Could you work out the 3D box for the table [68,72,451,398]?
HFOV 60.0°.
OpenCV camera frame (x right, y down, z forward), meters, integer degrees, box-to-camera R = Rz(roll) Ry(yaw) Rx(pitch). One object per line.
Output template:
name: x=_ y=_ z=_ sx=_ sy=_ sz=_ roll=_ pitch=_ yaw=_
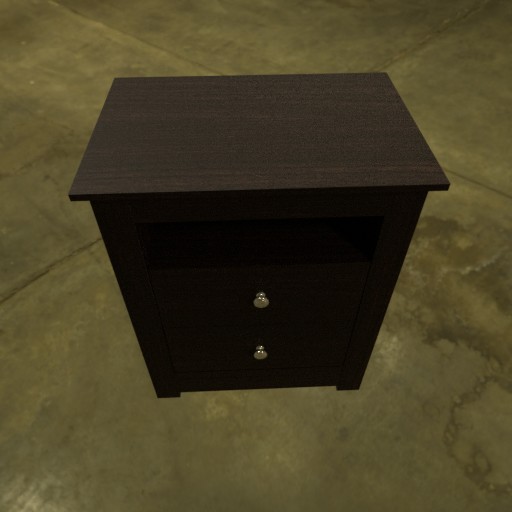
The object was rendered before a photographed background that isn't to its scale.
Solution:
table: x=0.000 y=0.000 z=1.077 sx=0.591 sy=0.711 sz=0.406 roll=-2 pitch=46 yaw=-2
